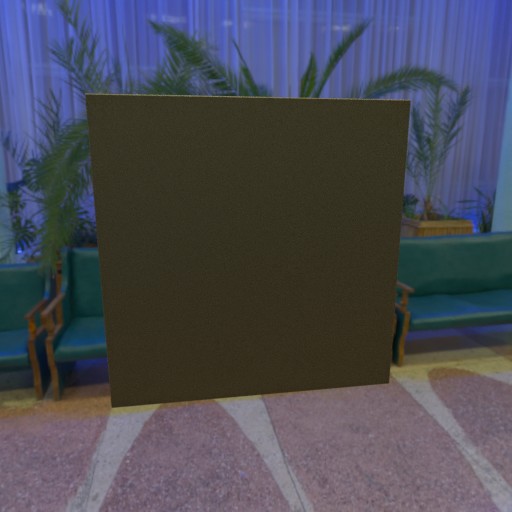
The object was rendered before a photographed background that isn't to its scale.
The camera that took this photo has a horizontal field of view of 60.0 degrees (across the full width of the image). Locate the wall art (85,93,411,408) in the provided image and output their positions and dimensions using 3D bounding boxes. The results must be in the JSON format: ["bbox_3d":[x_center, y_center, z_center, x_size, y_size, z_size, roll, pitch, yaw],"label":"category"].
[{"bbox_3d":[0.000,0.000,0.749,0.503,0.506,0.031,-2,14,-9],"label":"wall art"}]
